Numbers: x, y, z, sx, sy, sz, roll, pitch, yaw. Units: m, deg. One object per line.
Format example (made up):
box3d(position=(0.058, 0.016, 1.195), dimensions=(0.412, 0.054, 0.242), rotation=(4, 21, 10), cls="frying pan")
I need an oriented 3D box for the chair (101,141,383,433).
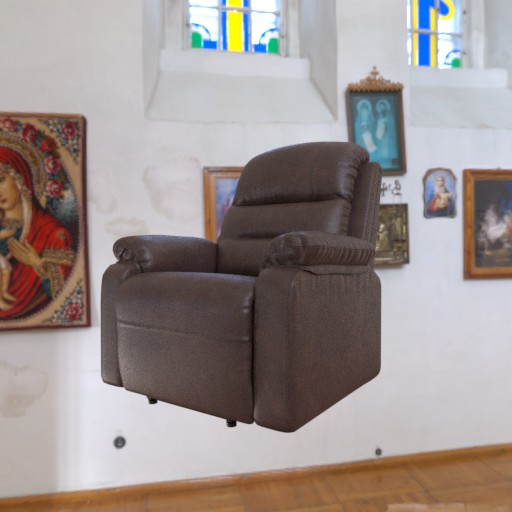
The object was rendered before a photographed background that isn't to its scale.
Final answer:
box3d(position=(0.000, 0.000, 1.703), dimensions=(0.855, 0.992, 0.919), rotation=(1, 1, 35), cls="chair")
